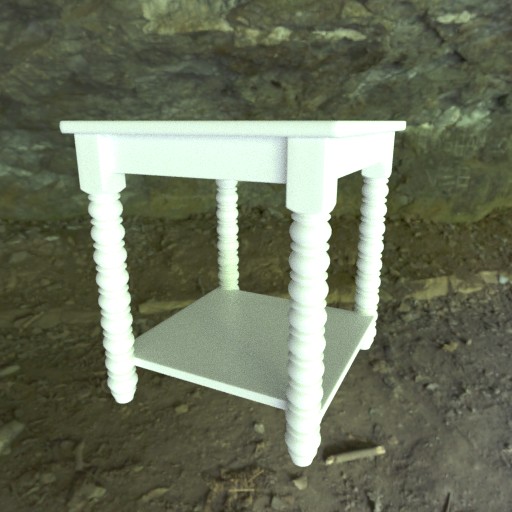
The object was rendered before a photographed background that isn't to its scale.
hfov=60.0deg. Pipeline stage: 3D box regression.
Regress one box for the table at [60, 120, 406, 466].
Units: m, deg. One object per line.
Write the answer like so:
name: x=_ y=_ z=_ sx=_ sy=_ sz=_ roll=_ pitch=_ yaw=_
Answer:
table: x=0.000 y=0.000 z=0.964 sx=0.500 sy=0.563 sz=0.533 roll=8 pitch=19 yaw=25
